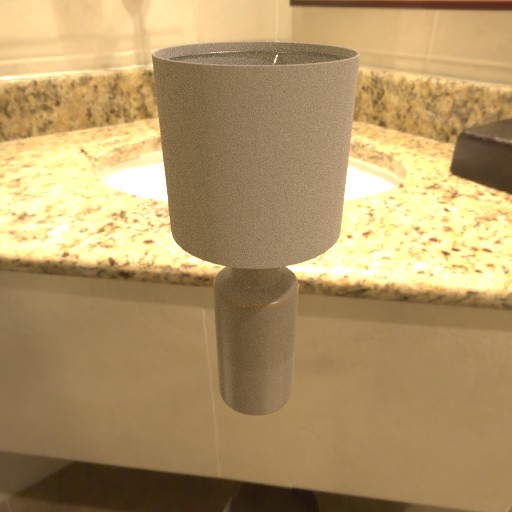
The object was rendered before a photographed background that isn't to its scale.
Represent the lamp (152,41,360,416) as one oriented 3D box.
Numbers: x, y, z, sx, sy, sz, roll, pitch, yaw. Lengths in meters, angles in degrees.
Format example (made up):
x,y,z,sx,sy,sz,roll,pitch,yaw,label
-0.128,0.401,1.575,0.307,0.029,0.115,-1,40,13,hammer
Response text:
x,y,z,sx,sy,sz,roll,pitch,yaw,label
0.000,0.000,0.584,0.212,0.493,0.212,8,32,13,lamp
